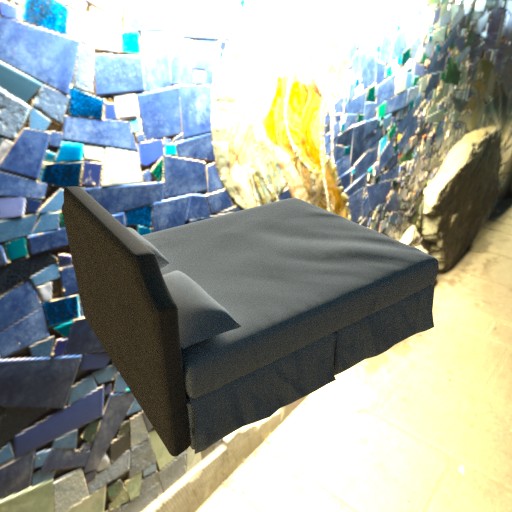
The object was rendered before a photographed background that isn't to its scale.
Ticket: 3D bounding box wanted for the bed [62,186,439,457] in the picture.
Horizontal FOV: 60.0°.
[{"bbox_3d":[0.000,0.000,3.659,2.498,1.293,1.977,-18,32,-31],"label":"bed"}]
